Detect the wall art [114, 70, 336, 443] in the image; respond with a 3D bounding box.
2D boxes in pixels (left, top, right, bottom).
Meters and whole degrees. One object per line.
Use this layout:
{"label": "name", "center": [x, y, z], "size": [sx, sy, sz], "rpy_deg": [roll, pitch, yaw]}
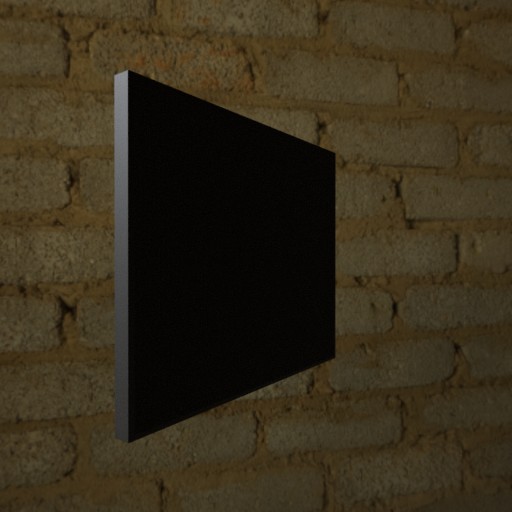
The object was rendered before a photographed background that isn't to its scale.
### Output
{"label": "wall art", "center": [0.000, 0.000, 0.774], "size": [0.029, 0.458, 0.559], "rpy_deg": [0, 0, 37]}
